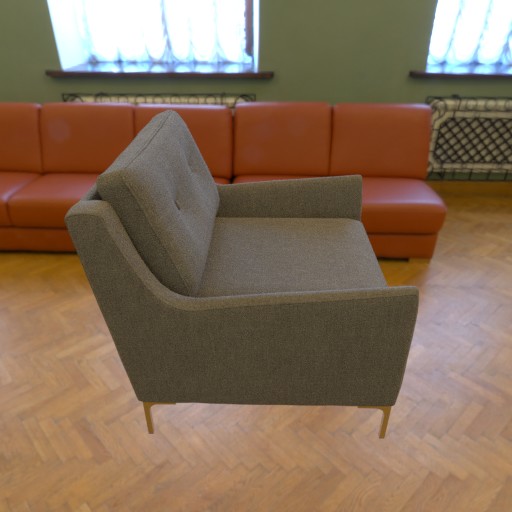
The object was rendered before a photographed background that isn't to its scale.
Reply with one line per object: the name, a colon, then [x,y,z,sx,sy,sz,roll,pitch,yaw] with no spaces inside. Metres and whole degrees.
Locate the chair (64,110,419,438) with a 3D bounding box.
chair: [0.000,0.000,1.502,0.849,0.828,0.847,1,31,1]
